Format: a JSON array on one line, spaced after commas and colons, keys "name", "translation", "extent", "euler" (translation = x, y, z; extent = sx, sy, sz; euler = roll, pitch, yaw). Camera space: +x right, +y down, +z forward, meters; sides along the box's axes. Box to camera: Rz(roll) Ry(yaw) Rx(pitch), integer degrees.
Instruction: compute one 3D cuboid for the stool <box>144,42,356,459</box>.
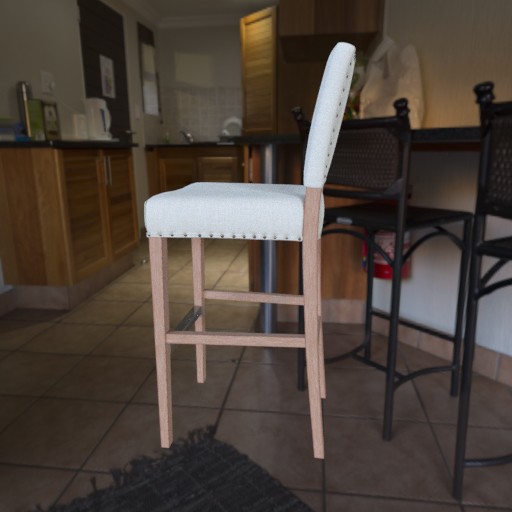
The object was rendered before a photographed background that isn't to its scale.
[{"name": "stool", "translation": [0.000, 0.000, 1.388], "extent": [0.546, 1.143, 0.428], "euler": [2, 15, 9]}]
